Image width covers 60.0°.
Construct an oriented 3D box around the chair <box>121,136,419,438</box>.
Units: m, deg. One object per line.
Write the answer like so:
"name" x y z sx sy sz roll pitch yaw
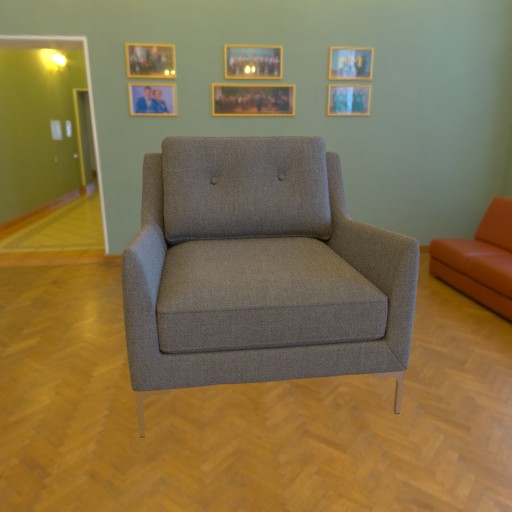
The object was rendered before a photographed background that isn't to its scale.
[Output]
"chair" 0.000 0.000 1.602 0.847 0.828 0.849 -2 16 -8
